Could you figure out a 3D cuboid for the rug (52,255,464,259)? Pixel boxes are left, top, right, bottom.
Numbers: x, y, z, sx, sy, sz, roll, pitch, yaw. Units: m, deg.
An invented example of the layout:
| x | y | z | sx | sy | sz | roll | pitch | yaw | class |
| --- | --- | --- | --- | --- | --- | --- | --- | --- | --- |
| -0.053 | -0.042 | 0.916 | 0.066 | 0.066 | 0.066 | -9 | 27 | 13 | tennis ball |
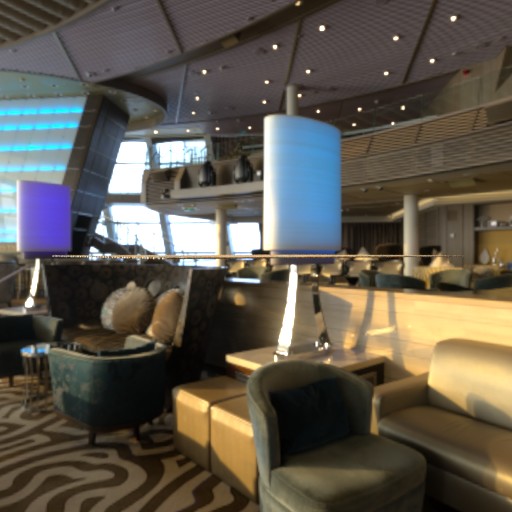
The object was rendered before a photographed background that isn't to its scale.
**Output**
| x | y | z | sx | sy | sz | roll | pitch | yaw | class |
| --- | --- | --- | --- | --- | --- | --- | --- | --- | --- |
| 0.000 | 0.000 | 4.187 | 3.048 | 0.010 | 2.439 | 0 | 0 | -37 | rug |
